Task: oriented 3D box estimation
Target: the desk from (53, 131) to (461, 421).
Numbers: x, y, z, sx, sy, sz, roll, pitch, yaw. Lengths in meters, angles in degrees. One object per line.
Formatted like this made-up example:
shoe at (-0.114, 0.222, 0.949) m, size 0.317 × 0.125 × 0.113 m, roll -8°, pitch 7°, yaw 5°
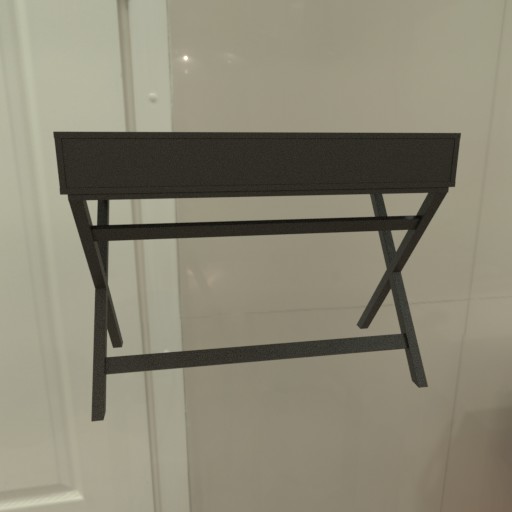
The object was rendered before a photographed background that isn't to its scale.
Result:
desk at (0.000, 0.000, 1.468) m, size 1.057 × 0.780 × 0.504 m, roll -3°, pitch 15°, yaw -10°
